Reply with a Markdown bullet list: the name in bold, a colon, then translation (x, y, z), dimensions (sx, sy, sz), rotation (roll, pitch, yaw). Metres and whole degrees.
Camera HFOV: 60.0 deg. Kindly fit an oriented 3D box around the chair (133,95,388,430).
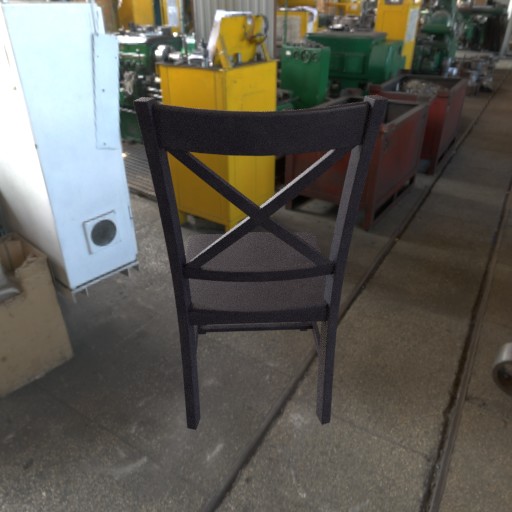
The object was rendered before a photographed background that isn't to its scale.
- **chair**: translation (0.000, 0.000, 1.303), dimensions (0.485, 0.983, 0.542), rotation (-1, 31, -2)
